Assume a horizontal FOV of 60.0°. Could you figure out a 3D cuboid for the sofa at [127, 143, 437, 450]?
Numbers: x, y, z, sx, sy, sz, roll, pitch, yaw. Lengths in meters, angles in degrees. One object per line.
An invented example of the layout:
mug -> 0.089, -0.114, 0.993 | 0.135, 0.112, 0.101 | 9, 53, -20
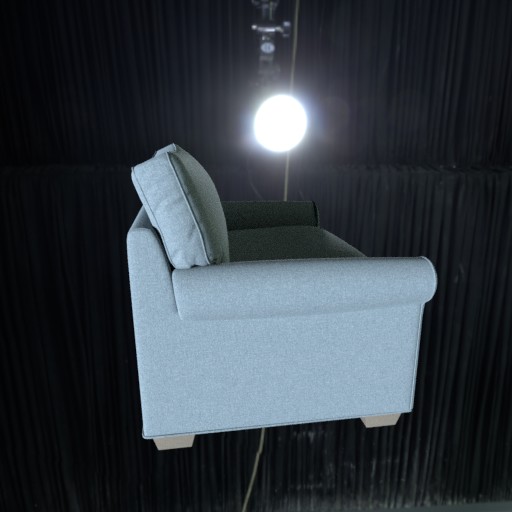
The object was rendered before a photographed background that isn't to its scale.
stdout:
sofa -> 0.000, 0.000, 1.972 | 0.940, 0.953, 1.410 | -2, 15, -9
